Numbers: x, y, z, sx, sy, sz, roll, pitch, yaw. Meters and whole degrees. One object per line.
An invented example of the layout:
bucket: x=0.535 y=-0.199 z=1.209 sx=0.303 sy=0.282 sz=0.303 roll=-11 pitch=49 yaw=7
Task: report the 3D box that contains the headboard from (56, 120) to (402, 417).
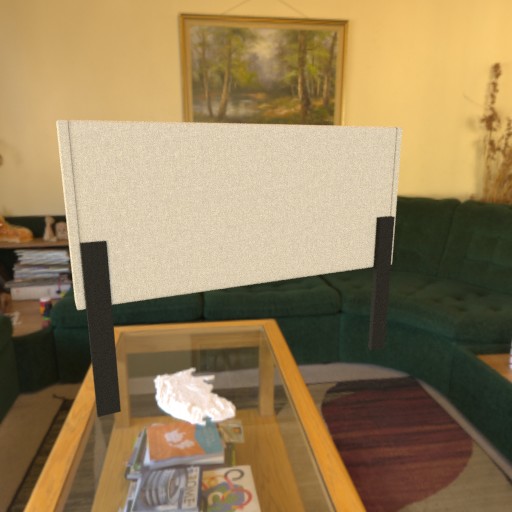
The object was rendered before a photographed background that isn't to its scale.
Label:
headboard: x=0.000 y=0.000 z=2.672 sx=2.051 sy=1.524 sz=0.184 roll=-7 pitch=16 yaw=-25
